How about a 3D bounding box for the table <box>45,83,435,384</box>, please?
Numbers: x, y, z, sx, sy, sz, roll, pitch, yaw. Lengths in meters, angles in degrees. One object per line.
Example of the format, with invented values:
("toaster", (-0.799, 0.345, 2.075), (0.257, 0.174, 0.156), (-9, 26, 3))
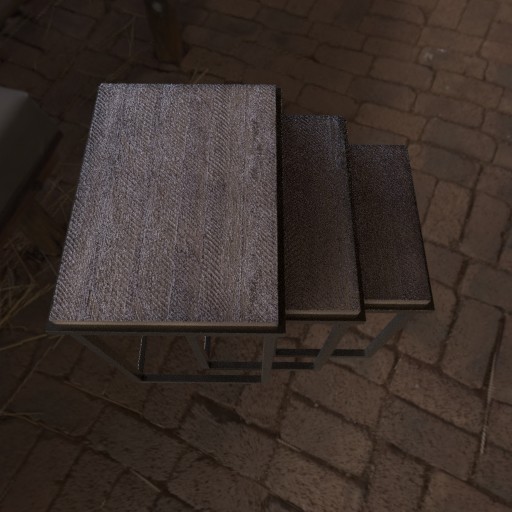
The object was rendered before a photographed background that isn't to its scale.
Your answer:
("table", (0.000, 0.000, 1.121), (0.706, 0.610, 0.559), (1, 65, 0))
